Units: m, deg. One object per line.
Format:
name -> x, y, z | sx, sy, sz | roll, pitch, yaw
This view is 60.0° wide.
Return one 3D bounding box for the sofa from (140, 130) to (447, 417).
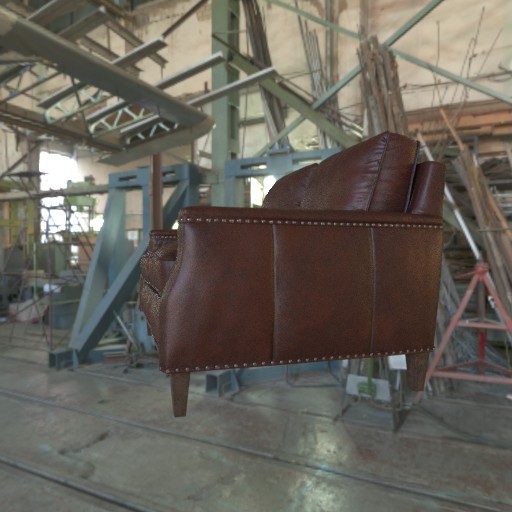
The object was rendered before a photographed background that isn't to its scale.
sofa -> 0.000, 0.000, 2.238 | 1.083, 1.003, 1.628 | 0, 0, -17
